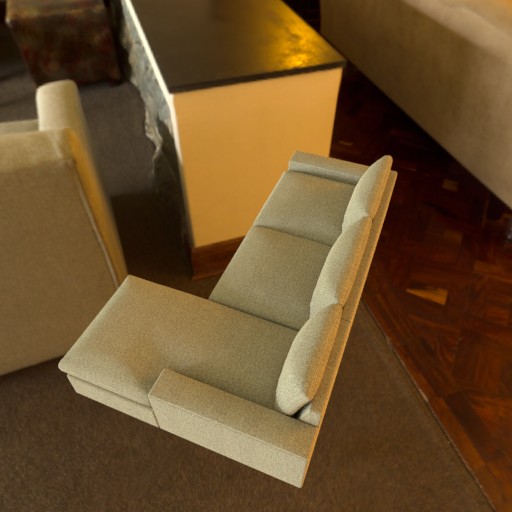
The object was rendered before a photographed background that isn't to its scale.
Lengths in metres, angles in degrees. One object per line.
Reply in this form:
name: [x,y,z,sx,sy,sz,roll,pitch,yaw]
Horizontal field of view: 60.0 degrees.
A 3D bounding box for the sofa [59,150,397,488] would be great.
sofa: [0.000,0.000,3.475,1.689,0.813,2.718,16,49,15]
